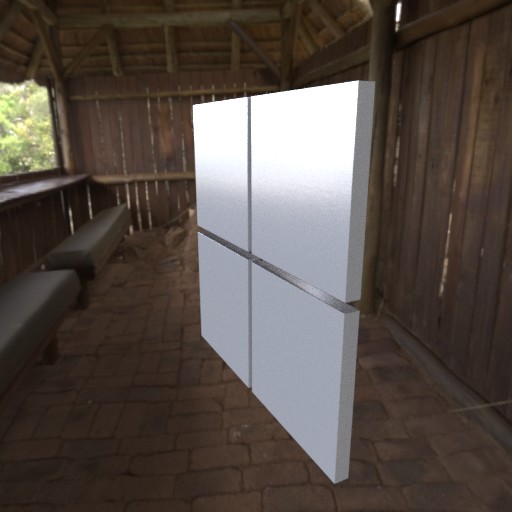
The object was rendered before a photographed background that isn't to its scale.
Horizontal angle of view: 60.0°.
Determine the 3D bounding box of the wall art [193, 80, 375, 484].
[{"bbox_3d":[0.000,0.000,0.903,0.029,0.611,0.611,-8,18,-26],"label":"wall art"}]
